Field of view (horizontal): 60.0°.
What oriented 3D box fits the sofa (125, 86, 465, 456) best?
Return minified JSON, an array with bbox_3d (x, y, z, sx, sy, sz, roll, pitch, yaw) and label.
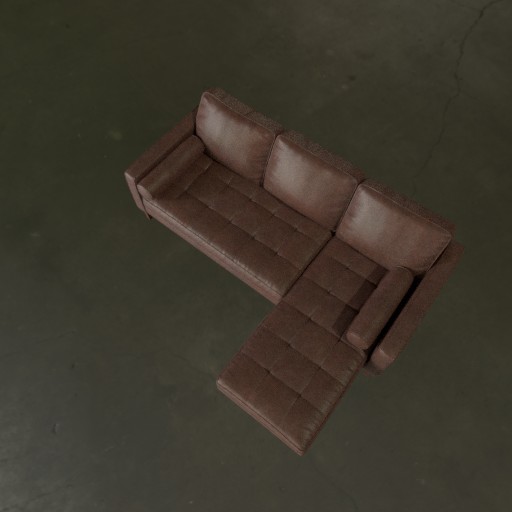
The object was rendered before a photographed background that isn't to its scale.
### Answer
[{"bbox_3d":[0.000,0.000,2.979,2.185,0.841,1.613,35,68,16],"label":"sofa"}]
